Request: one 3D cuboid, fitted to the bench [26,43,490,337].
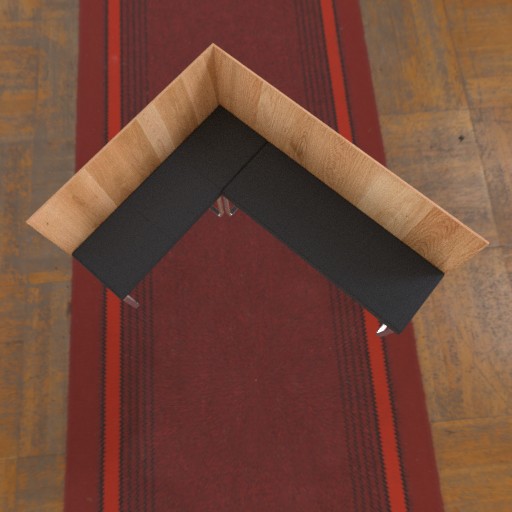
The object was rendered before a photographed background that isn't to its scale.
[{"bbox_3d":[0.000,0.000,2.784,1.945,0.930,1.495,39,78,10],"label":"bench"}]
